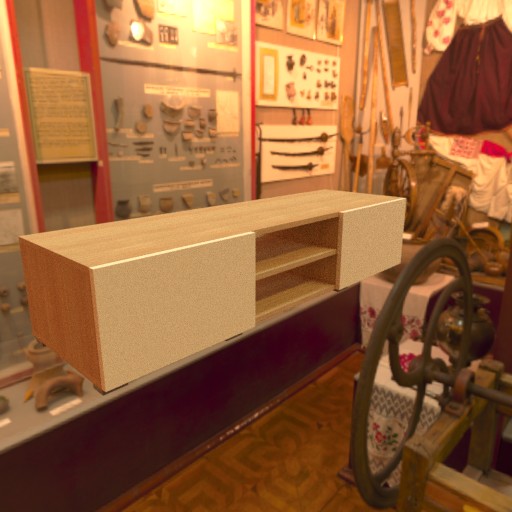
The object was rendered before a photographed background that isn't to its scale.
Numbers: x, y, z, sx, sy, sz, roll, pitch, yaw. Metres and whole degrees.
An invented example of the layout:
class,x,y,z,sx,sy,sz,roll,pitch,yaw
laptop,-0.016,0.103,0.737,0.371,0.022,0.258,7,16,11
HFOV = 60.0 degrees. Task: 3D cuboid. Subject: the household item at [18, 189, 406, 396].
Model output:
class,x,y,z,sx,sy,sz,roll,pitch,yaw
household item,0.000,0.000,1.574,0.420,0.310,1.400,15,21,42
